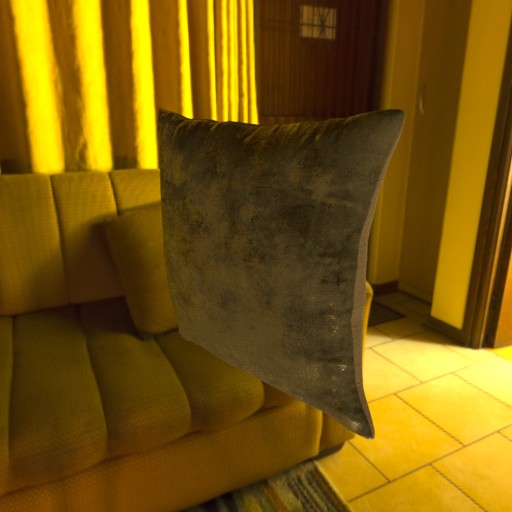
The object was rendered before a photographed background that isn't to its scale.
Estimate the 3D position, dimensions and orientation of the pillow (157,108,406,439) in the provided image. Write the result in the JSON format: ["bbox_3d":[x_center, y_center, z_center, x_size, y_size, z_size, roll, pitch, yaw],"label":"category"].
[{"bbox_3d":[0.000,0.000,0.727,0.470,0.464,0.175,16,24,40],"label":"pillow"}]
